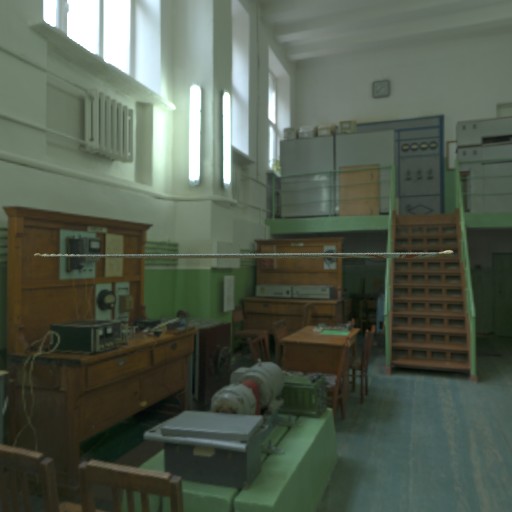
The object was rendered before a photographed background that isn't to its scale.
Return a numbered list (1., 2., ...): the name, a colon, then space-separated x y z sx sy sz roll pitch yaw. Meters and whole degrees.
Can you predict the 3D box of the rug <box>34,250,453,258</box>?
1. rug: 0.000 0.000 3.123 2.433 0.022 1.556 0 -1 18
